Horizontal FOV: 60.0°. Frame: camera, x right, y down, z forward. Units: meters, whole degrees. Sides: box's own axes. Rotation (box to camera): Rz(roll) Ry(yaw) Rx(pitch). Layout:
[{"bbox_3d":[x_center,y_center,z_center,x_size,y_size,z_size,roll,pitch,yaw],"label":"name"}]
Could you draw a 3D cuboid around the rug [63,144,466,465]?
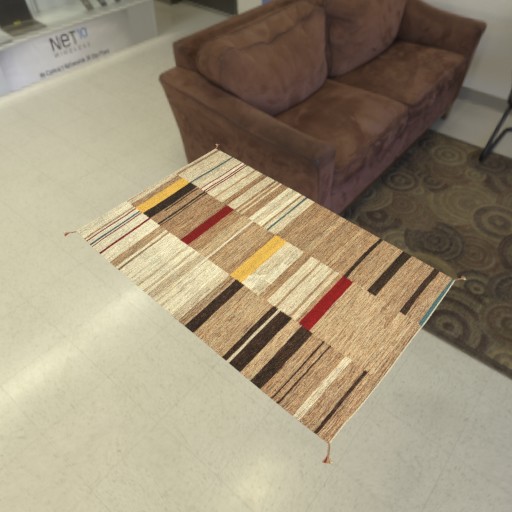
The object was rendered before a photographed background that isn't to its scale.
[{"bbox_3d":[0.000,0.000,2.454,1.918,0.007,1.268,34,56,27],"label":"rug"}]
